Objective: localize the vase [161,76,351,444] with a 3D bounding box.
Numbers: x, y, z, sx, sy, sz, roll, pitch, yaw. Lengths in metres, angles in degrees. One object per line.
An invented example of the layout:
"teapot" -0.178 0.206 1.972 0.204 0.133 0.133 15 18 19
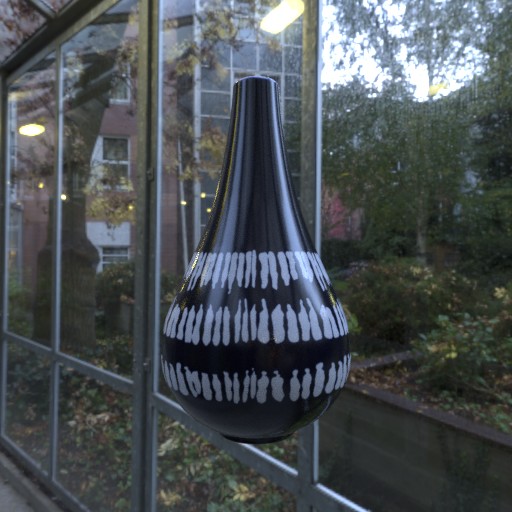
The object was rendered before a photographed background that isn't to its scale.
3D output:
"vase" 0.000 0.000 0.379 0.159 0.295 0.159 0 -1 0
